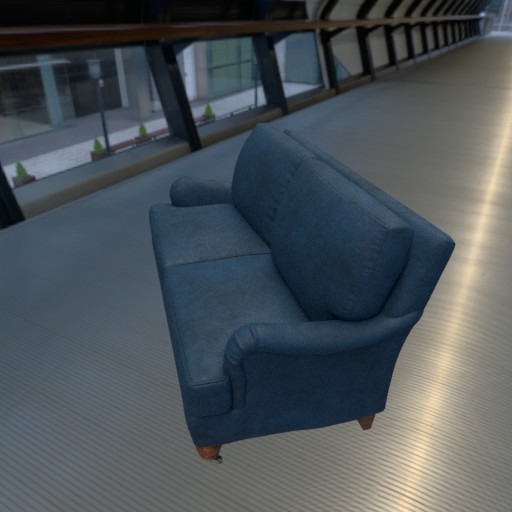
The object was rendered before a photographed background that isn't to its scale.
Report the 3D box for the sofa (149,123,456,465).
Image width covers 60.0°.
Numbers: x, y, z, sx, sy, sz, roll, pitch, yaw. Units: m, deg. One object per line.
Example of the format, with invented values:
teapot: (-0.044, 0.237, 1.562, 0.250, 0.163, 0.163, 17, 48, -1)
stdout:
sofa: (0.000, 0.000, 2.507, 1.084, 1.101, 1.853, -8, 31, -14)
